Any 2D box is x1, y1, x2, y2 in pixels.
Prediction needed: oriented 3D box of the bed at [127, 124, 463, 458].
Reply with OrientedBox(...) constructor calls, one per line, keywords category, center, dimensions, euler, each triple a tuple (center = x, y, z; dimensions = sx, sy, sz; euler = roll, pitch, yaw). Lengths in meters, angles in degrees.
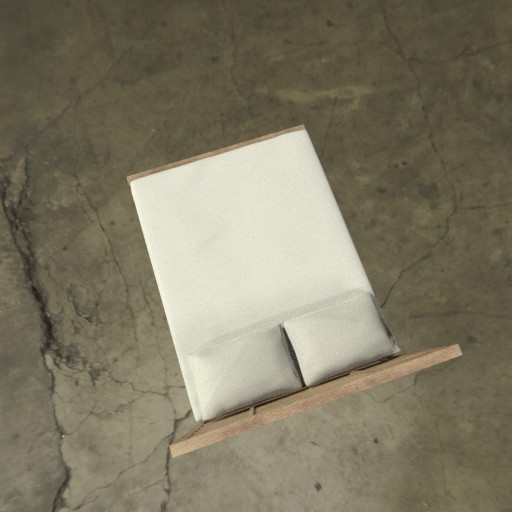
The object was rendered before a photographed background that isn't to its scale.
OrientedBox(category="bed", center=(0.000, 0.000, 3.381), dimensions=(1.626, 1.626, 2.197), euler=(-18, 75, -5))
